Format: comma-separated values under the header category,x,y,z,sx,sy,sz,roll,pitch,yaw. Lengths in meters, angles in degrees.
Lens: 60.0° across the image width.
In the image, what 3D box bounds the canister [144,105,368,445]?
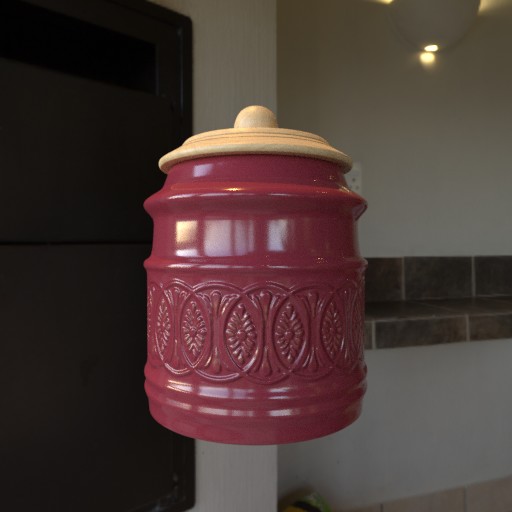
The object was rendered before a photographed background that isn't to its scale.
category,x,y,z,sx,sy,sz,roll,pitch,yaw
canister,0.000,0.000,0.264,0.130,0.176,0.130,0,1,0
